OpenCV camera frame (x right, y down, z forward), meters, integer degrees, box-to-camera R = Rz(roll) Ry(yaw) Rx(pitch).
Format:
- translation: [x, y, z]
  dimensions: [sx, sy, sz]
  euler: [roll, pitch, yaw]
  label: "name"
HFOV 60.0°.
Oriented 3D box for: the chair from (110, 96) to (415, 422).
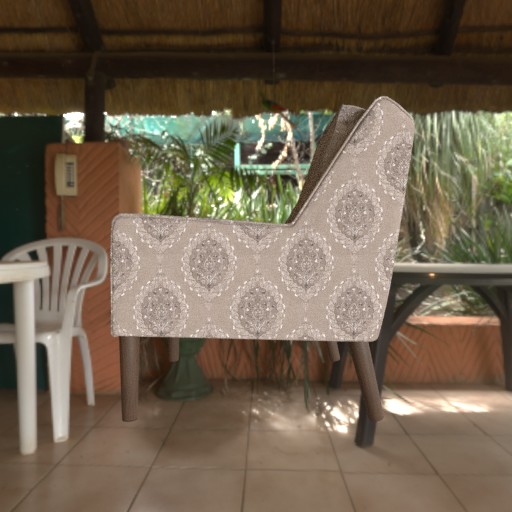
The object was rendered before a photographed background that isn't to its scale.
- translation: [0.000, 0.000, 1.368]
  dimensions: [0.750, 0.797, 0.665]
  euler: [0, 1, 0]
  label: "chair"
